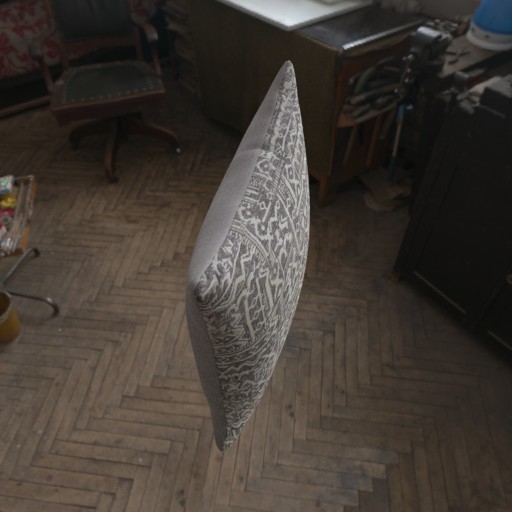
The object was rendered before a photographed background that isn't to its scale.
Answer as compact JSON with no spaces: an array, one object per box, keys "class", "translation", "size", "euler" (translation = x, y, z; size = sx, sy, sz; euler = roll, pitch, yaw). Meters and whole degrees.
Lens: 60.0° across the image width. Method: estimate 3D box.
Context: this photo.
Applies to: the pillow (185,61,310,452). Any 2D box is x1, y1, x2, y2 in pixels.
[{"class":"pillow","translation":[0.000,0.000,0.804],"size":[0.180,0.487,0.546],"euler":[10,49,9]}]
